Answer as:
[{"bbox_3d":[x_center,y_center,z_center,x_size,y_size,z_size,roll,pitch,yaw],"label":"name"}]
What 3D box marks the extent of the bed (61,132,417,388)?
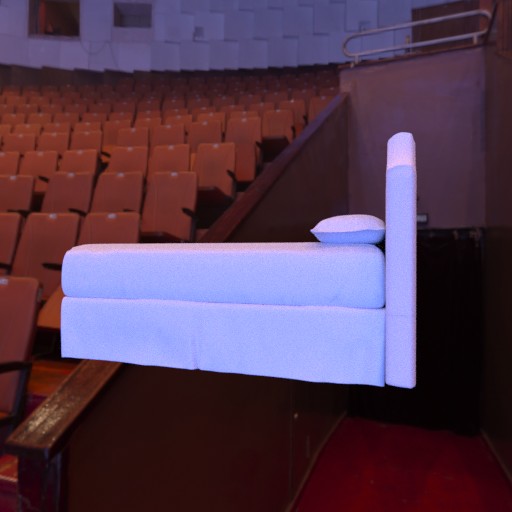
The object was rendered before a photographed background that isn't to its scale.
[{"bbox_3d":[0.000,0.000,3.257,2.164,1.297,1.828,0,1,18],"label":"bed"}]
